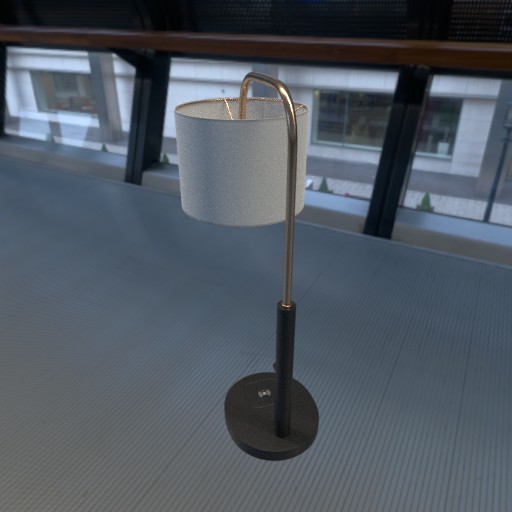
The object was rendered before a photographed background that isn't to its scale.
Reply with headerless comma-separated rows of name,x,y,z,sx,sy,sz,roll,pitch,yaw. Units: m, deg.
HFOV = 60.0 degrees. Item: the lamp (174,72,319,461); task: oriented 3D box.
lamp,0.000,0.000,0.701,0.199,0.540,0.337,-8,29,-16
